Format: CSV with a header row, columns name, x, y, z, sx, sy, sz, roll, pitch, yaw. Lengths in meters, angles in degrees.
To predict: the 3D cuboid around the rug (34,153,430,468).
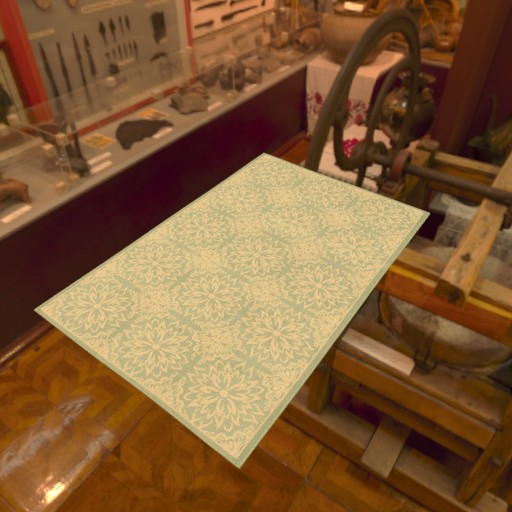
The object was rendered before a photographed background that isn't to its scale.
name,x,y,z,sx,sy,sz,roll,pitch,yaw
rug,0.000,0.000,3.506,1.819,0.018,2.746,26,48,26
